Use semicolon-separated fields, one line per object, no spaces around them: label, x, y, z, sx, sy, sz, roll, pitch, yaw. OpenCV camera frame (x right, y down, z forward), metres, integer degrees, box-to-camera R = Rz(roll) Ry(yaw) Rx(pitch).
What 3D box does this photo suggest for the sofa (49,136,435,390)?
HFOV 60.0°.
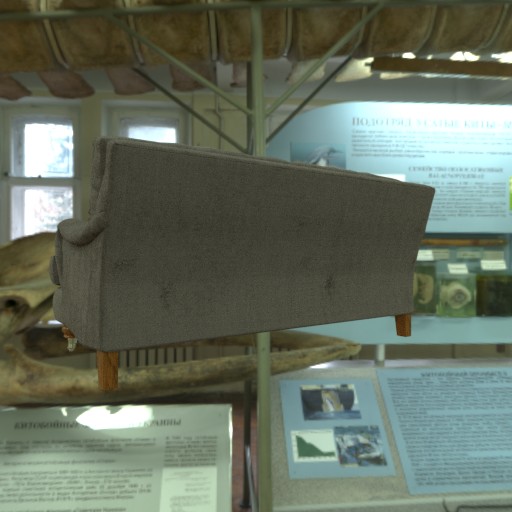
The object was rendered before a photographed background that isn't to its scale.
sofa;0.000;0.000;2.698;2.165;1.087;1.086;0;0;-35
